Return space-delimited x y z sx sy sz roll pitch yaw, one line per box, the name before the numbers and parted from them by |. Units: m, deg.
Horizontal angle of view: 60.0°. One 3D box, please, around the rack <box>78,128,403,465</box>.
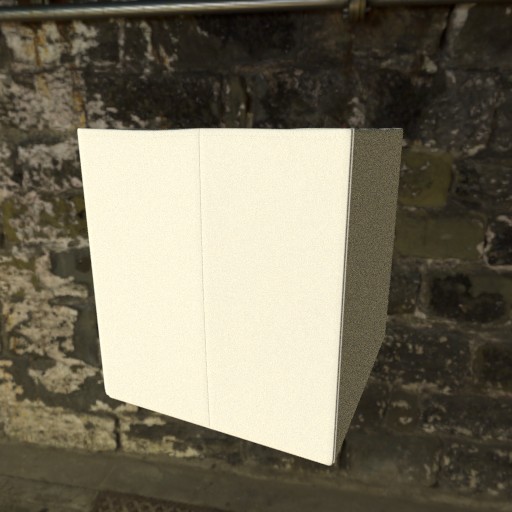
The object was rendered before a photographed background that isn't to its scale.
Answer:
rack | 0.000 0.000 0.506 0.270 0.280 0.270 7 18 24
